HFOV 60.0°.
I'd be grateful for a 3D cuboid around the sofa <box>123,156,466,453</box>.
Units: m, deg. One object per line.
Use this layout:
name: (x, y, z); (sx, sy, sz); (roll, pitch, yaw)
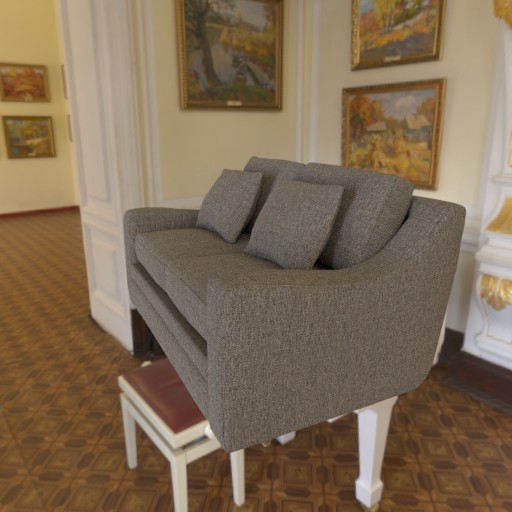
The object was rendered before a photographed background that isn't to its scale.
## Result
sofa: (0.000, 0.000, 2.421); (1.120, 0.991, 1.778); (-8, 18, -25)
